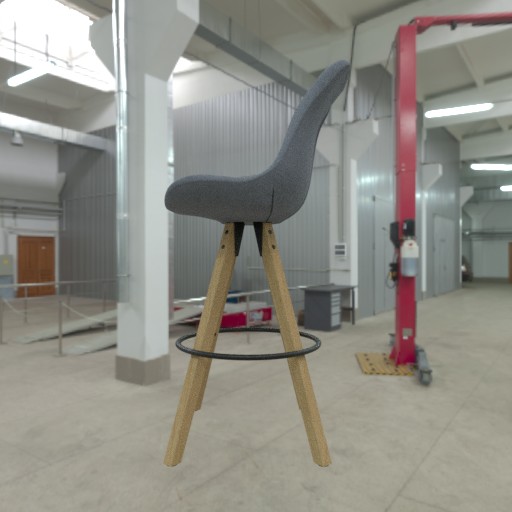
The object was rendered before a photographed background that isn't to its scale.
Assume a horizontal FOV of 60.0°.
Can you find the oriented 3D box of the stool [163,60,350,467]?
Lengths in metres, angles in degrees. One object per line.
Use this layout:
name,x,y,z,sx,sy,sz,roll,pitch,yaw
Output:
stool,0.000,0.000,1.393,0.550,1.115,0.485,0,0,0
